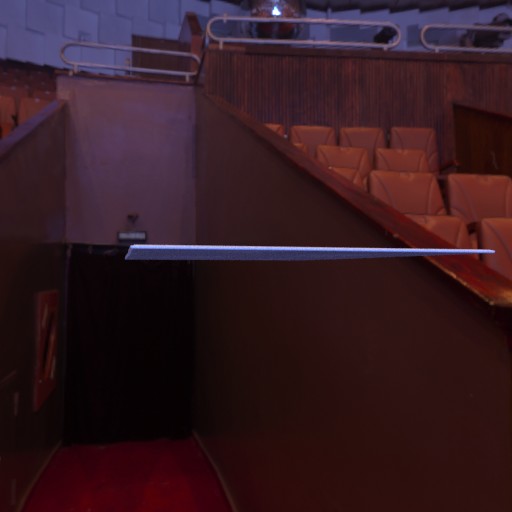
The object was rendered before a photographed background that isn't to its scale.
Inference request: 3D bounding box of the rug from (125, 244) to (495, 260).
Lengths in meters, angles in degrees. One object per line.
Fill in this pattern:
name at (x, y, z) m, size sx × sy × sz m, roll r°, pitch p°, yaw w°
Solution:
rug at (0.000, 0.000, 2.826) m, size 1.589 × 0.014 × 2.205 m, roll 0°, pitch -2°, yaw -17°
